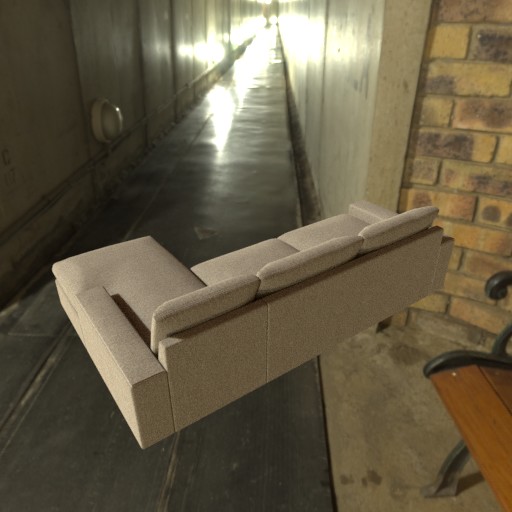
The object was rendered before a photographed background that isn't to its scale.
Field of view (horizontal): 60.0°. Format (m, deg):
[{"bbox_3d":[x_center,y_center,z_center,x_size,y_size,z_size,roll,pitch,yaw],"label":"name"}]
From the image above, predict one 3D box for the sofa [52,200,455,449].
[{"bbox_3d":[0.000,0.000,3.505,2.718,0.813,1.689,-20,35,-30],"label":"sofa"}]
